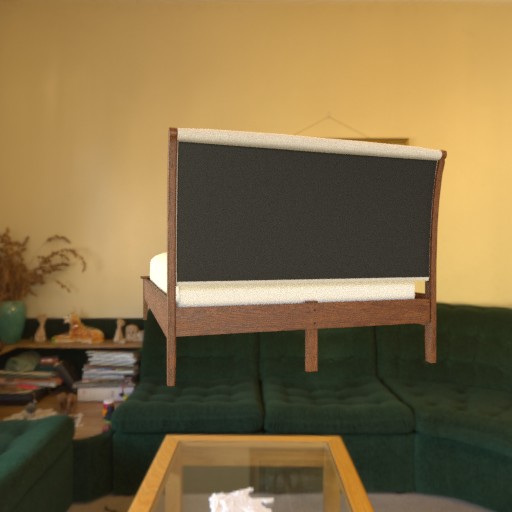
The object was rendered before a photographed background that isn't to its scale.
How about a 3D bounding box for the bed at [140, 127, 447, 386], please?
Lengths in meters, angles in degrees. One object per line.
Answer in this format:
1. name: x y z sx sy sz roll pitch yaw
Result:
1. bed: 0.000 0.000 3.402 1.612 1.250 2.380 0 0 -17
